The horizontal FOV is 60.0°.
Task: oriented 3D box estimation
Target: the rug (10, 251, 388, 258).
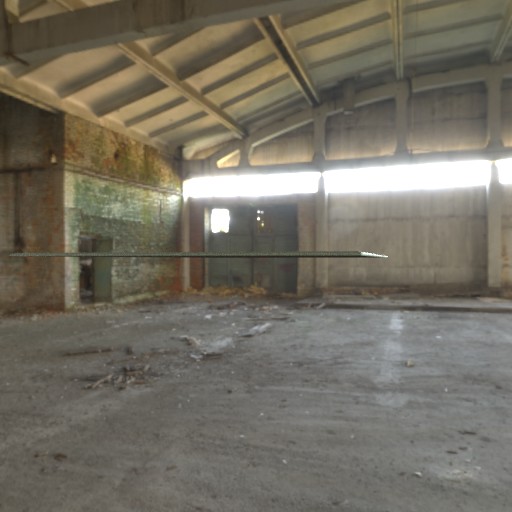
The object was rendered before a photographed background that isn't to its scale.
[{"bbox_3d":[0.000,0.000,2.244,1.219,0.012,1.840,0,0,19],"label":"rug"}]
